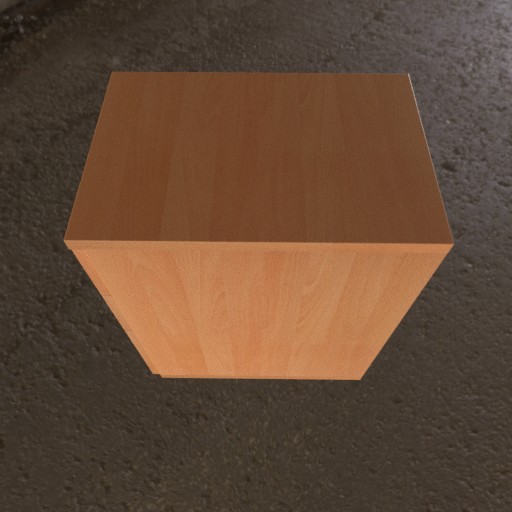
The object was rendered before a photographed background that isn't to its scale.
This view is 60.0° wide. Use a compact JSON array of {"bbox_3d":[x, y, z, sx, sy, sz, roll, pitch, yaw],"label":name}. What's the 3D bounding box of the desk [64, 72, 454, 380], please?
[{"bbox_3d":[0.000,0.000,1.083,0.600,0.730,0.404,1,58,0],"label":"desk"}]
